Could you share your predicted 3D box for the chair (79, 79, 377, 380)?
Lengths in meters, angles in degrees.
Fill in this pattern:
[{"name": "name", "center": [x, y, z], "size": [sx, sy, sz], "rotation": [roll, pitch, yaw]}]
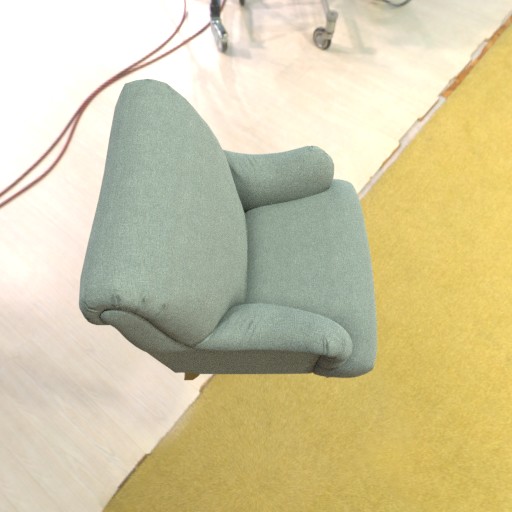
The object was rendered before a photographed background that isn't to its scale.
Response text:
[{"name": "chair", "center": [0.000, 0.000, 1.936], "size": [1.060, 1.178, 0.964], "rotation": [0, 62, 0]}]
